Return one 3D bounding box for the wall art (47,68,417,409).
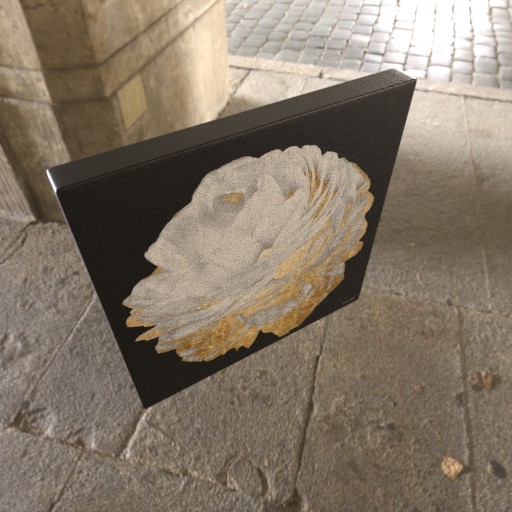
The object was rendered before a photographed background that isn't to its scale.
[{"bbox_3d":[0.000,0.000,0.592,0.406,0.407,0.041,-23,50,-21],"label":"wall art"}]
